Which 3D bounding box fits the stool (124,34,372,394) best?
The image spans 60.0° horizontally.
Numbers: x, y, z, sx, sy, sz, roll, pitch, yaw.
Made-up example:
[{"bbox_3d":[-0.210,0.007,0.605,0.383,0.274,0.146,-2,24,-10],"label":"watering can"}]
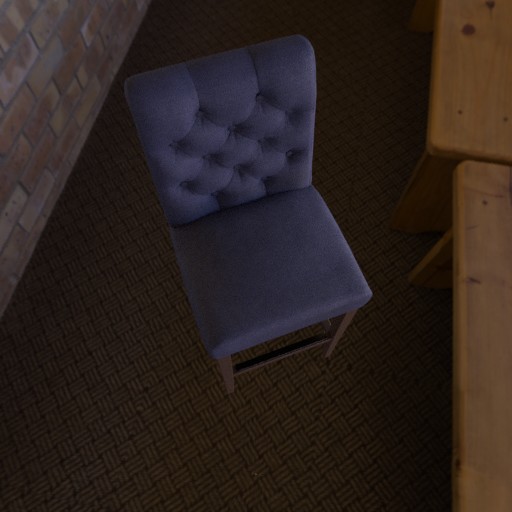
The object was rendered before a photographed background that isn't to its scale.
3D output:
[{"bbox_3d":[0.000,0.000,1.445,0.493,1.140,0.601,-18,65,-9],"label":"stool"}]
